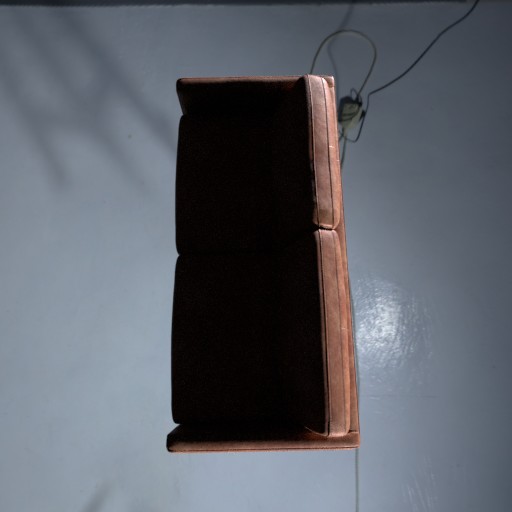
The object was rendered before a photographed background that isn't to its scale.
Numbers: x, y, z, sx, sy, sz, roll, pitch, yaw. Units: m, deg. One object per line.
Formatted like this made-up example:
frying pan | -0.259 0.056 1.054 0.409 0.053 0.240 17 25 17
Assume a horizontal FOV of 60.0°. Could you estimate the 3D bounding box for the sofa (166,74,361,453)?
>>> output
sofa | 0.000 0.000 2.478 0.923 0.863 1.971 -1 76 0
